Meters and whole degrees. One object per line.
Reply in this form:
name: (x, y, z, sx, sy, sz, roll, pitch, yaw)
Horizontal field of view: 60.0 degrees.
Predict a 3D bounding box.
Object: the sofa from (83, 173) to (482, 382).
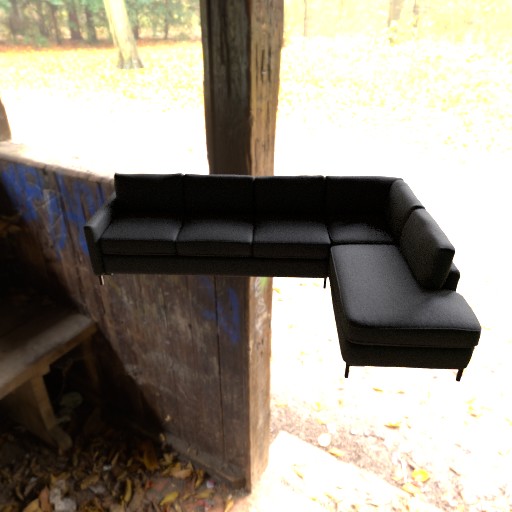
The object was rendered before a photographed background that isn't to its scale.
sofa: (0.000, 0.000, 3.686, 2.972, 0.858, 1.984, 1, 30, 2)
